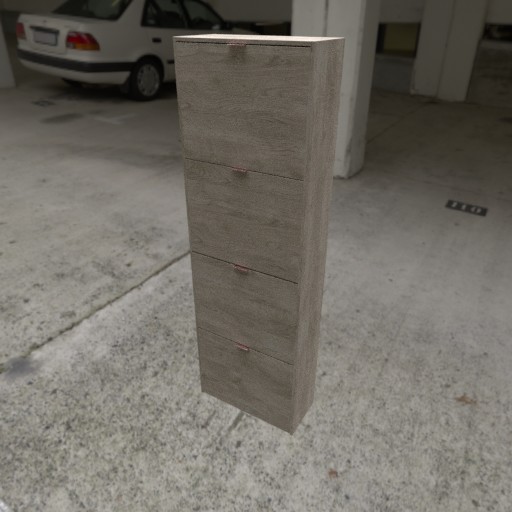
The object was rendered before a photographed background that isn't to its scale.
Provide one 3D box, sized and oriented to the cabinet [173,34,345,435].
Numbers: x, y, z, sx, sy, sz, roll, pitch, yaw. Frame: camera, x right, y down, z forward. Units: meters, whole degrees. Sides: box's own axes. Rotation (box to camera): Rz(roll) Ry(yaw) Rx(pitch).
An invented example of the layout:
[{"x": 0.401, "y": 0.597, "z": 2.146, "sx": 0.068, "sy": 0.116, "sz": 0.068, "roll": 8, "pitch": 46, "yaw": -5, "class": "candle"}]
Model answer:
[{"x": 0.000, "y": 0.000, "z": 1.840, "sx": 0.520, "sy": 1.630, "sz": 0.250, "roll": 16, "pitch": 33, "yaw": 27, "class": "cabinet"}]
